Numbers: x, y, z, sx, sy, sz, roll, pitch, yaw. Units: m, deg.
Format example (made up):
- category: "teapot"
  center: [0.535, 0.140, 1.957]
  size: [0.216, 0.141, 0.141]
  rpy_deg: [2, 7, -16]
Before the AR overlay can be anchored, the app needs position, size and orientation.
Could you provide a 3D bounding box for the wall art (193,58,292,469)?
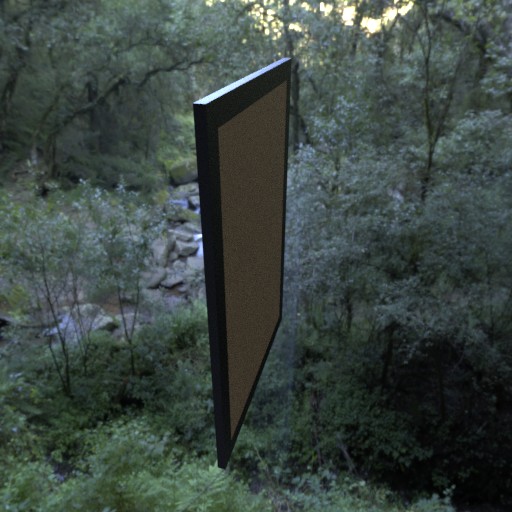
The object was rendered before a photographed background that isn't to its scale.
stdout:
- category: "wall art"
  center: [0.000, 0.000, 0.697]
  size: [0.013, 0.534, 0.381]
  rpy_deg: [8, 31, 14]
